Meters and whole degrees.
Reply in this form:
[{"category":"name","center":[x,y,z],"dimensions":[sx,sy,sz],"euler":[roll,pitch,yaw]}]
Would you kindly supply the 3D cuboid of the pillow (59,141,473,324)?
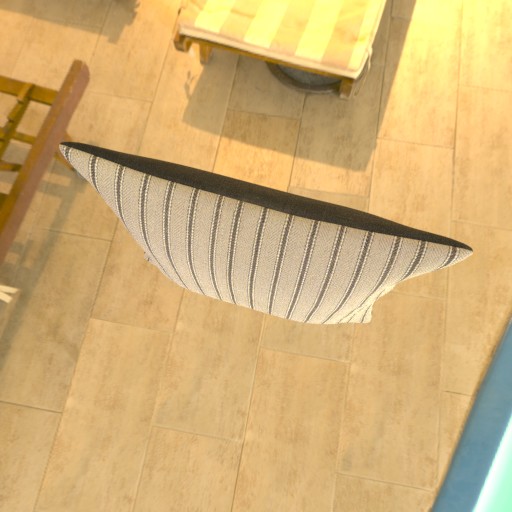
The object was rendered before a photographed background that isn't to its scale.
[{"category":"pillow","center":[0.000,0.000,0.681],"dimensions":[0.468,0.444,0.138],"euler":[15,74,5]}]
